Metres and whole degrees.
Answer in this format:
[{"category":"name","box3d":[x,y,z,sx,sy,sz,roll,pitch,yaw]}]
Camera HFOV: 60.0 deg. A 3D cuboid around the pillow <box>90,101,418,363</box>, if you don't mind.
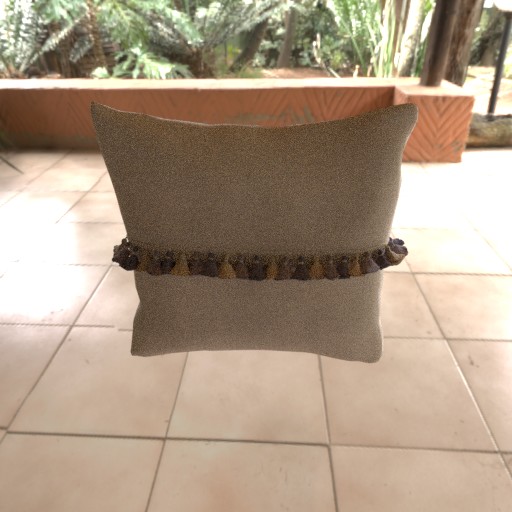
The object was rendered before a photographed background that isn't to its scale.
[{"category":"pillow","box3d":[0.000,0.000,0.731,0.489,0.481,0.165,1,30,1]}]
